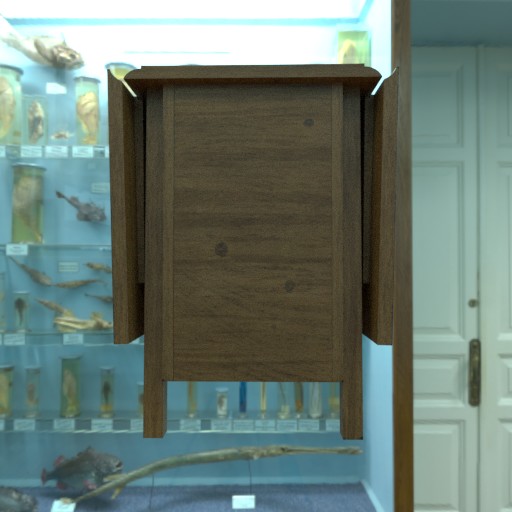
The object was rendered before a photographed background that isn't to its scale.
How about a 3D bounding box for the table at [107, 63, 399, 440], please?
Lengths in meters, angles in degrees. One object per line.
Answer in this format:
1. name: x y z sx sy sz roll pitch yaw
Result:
1. table: 0.000 0.000 1.262 0.591 0.763 0.746 0 -1 1
